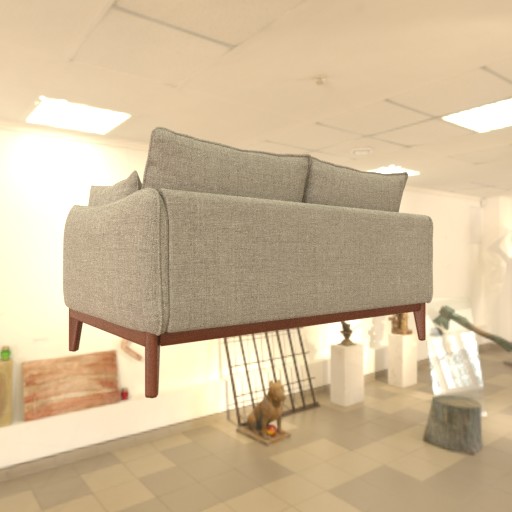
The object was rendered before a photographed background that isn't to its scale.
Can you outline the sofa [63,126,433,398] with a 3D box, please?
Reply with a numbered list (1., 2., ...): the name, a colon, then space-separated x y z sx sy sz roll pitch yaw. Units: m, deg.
1. sofa: 0.000 0.000 2.119 1.580 0.851 0.972 0 0 -38
